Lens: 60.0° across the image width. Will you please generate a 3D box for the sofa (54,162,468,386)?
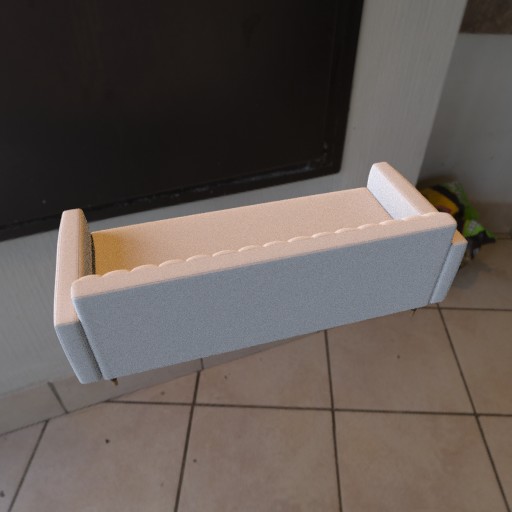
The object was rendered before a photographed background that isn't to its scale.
[{"bbox_3d":[0.000,0.000,2.780,2.291,0.821,0.990,-11,43,-12],"label":"sofa"}]
